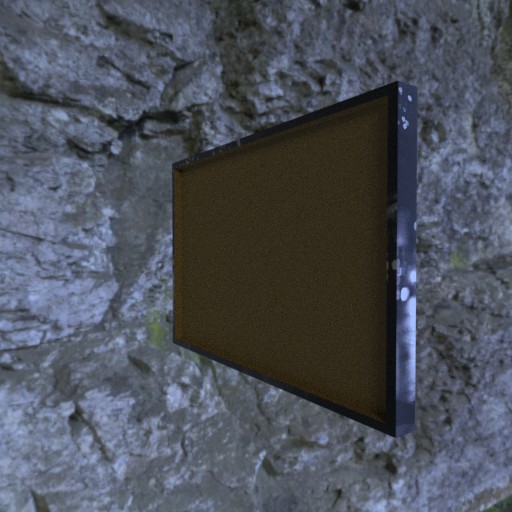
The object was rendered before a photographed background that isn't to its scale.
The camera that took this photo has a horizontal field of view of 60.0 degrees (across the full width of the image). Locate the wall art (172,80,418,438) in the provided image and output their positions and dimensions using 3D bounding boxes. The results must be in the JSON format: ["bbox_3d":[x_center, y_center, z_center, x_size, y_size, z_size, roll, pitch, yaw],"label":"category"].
[{"bbox_3d":[0.000,0.000,0.760,0.037,0.406,0.609,-1,1,-35],"label":"wall art"}]
